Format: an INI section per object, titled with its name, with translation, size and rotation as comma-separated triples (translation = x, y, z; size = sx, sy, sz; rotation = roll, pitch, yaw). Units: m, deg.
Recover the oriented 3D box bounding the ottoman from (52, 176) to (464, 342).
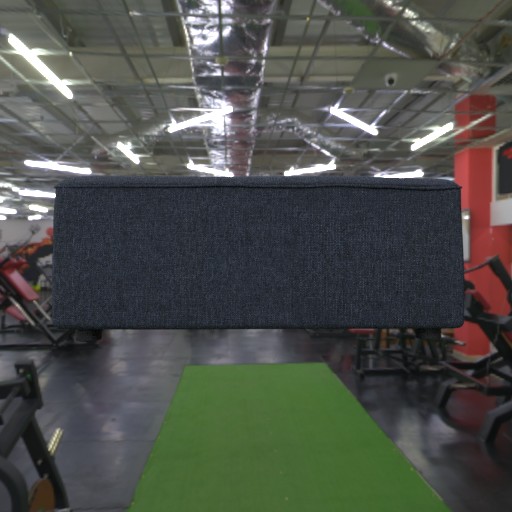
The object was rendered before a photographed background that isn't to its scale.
[ottoman]
translation = 0.000, 0.000, 1.560
size = 1.017, 0.423, 1.023
rotation = 0, 0, -1
